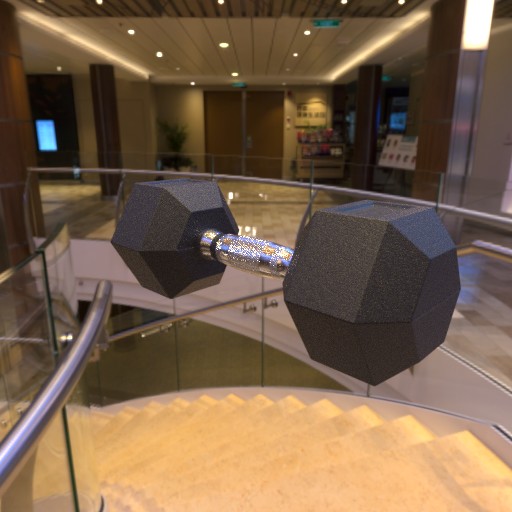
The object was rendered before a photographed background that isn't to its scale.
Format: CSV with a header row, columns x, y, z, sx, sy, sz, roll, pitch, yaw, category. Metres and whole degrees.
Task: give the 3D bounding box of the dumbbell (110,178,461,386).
x,y,z,sx,sy,sz,roll,pitch,yaw,category
0.000,0.000,0.431,0.356,0.123,0.141,15,21,42,dumbbell
